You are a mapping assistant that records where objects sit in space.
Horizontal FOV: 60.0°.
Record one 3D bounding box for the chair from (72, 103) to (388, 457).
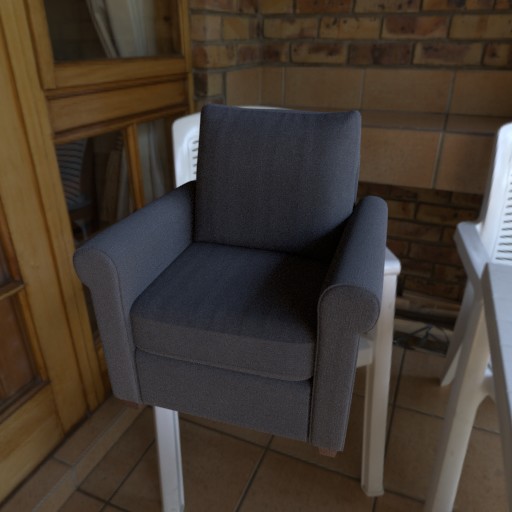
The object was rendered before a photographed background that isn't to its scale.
[{"bbox_3d":[0.000,0.000,1.565,0.867,0.942,0.828,8,27,15],"label":"chair"}]
